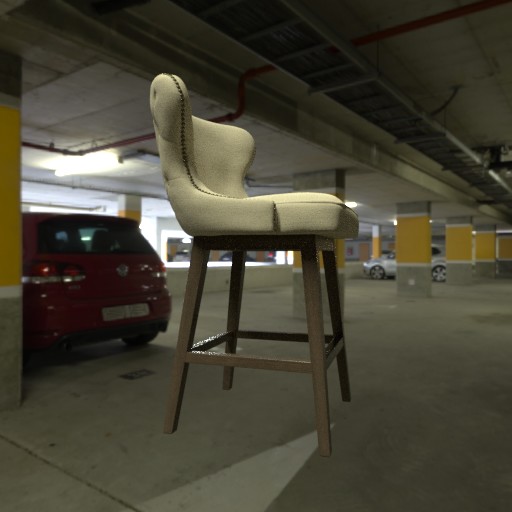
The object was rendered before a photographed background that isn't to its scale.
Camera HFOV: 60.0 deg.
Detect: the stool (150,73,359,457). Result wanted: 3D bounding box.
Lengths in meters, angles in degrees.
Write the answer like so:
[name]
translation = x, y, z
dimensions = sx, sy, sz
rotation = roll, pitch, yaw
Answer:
[stool]
translation = 0.000, 0.000, 1.366
dimensions = 0.597, 0.972, 0.615
rotation = 0, 0, 18
